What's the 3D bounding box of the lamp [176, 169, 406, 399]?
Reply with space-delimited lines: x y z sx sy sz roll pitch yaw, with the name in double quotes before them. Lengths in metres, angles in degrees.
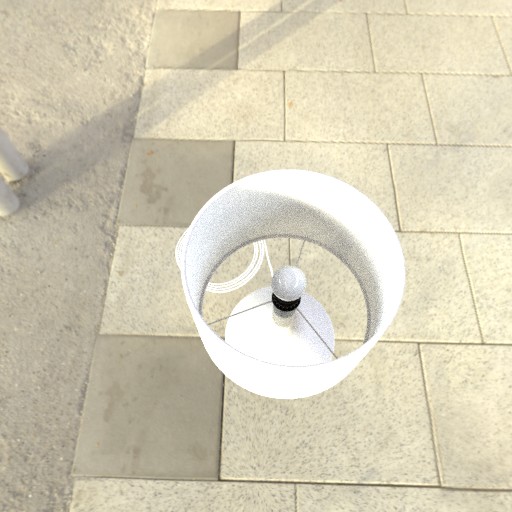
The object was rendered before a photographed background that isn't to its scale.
"lamp" 0.000 0.000 0.861 0.401 0.457 0.546 -1 63 0
